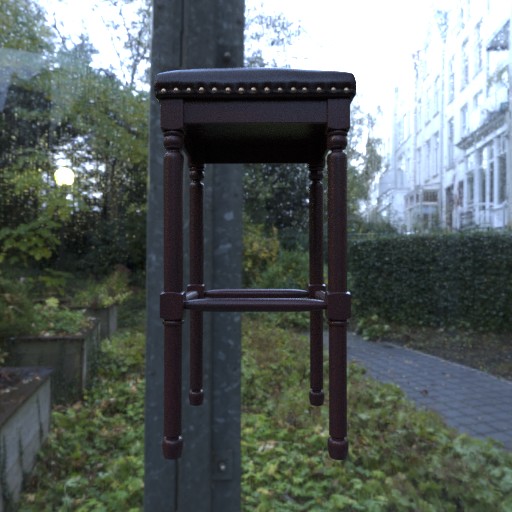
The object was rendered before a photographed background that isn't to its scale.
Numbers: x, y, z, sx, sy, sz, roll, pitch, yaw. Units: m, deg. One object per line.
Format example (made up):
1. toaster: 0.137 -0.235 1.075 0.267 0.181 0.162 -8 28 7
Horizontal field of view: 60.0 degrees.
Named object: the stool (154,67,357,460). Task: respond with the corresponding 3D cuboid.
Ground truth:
1. stool: 0.000 0.000 1.007 0.382 0.768 0.383 0 -1 1
